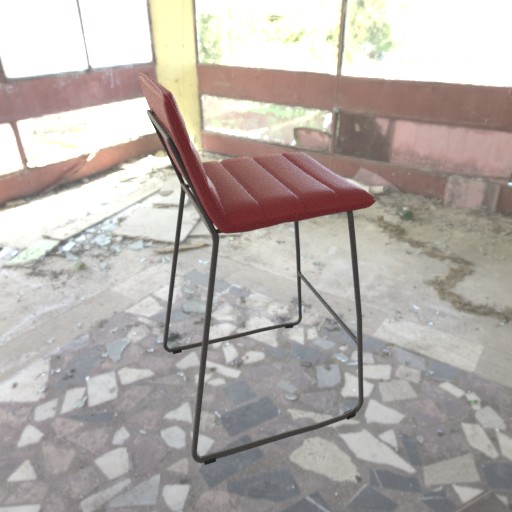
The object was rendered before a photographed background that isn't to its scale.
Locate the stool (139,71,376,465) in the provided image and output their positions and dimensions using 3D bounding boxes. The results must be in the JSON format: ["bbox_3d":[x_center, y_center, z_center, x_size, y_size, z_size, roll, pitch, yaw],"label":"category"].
[{"bbox_3d":[0.000,0.000,1.226,0.524,0.937,0.489,-10,30,-17],"label":"stool"}]
